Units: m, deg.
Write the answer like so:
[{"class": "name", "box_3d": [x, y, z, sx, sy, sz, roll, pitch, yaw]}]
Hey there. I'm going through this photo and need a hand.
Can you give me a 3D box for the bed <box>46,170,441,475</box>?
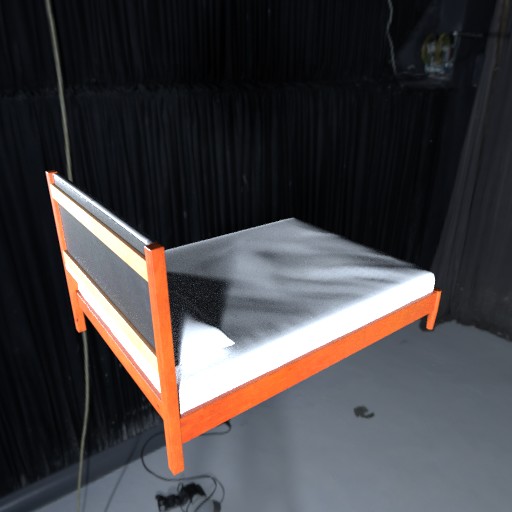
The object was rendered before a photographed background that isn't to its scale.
[{"class": "bed", "box_3d": [0.000, 0.000, 3.008, 2.117, 1.165, 1.566, -17, 29, -33]}]
